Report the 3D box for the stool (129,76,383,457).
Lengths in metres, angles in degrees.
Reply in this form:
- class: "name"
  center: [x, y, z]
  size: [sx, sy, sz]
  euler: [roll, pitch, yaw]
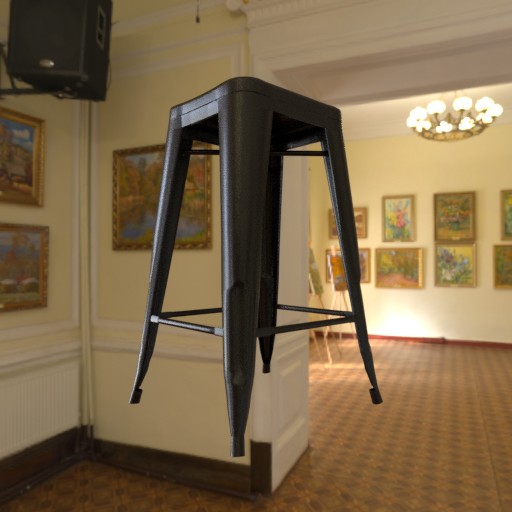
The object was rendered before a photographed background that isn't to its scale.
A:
- class: "stool"
  center: [0.000, 0.000, 0.919]
  size: [0.423, 0.609, 0.455]
  euler: [0, -1, 37]
